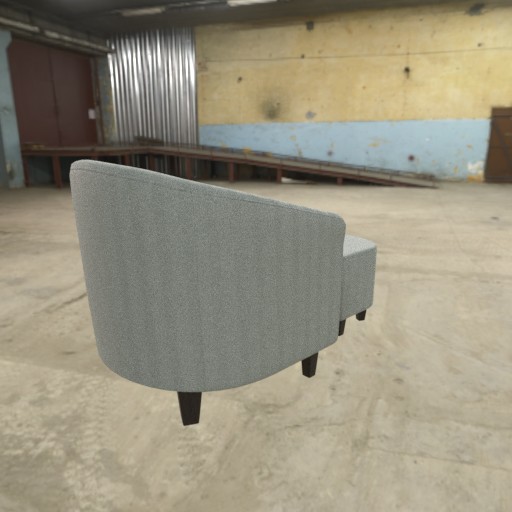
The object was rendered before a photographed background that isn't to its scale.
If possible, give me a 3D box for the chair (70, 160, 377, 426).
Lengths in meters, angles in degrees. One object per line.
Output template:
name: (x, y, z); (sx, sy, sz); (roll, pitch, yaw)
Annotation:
chair: (0.000, 0.000, 1.694); (1.288, 0.757, 0.756); (-14, 20, -42)
